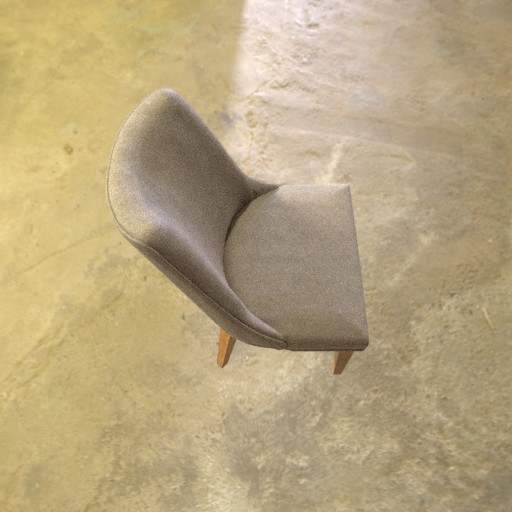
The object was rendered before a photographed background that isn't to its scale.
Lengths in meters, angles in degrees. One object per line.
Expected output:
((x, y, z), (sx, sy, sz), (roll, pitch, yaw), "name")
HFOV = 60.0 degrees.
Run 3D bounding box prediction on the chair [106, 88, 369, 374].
((0.000, 0.000, 1.336), (0.636, 0.916, 0.548), (0, 62, 0), "chair")
